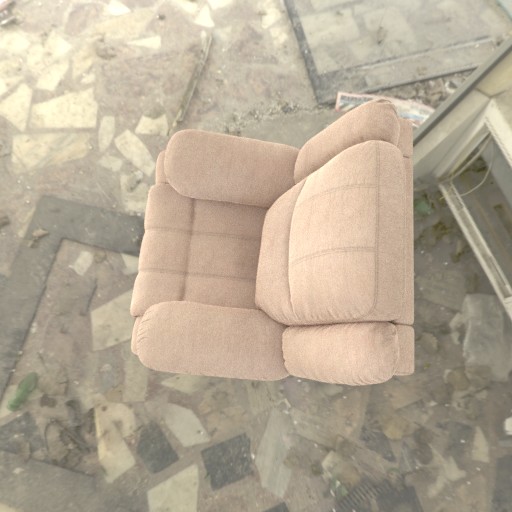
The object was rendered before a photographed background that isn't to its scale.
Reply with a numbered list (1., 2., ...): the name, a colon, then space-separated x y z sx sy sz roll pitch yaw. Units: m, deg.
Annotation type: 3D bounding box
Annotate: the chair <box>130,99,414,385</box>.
1. chair: 0.000 0.000 1.676 0.944 1.008 0.899 5 75 1
